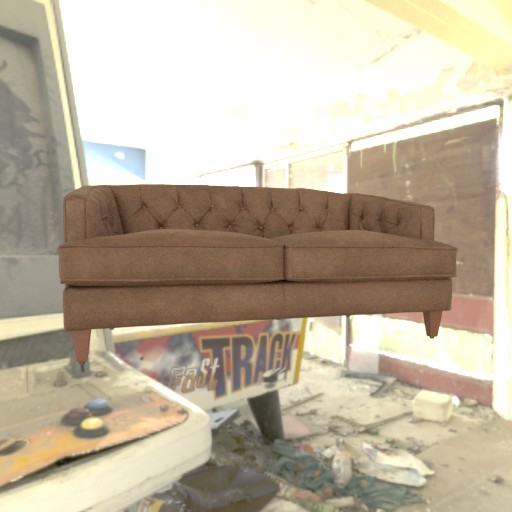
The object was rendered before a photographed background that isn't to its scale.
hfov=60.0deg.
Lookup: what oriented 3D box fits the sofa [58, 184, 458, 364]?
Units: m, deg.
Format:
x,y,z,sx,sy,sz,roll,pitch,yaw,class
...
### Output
x,y,z,sx,sy,sz,roll,pitch,yaw,class
0.000,0.000,2.257,1.767,0.799,0.917,0,2,-16,sofa
